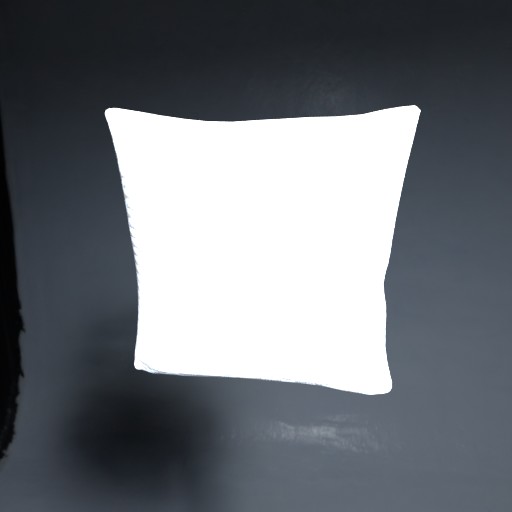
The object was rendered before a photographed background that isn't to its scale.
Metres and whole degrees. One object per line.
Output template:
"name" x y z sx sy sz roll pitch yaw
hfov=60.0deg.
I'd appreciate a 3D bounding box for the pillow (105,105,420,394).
"pillow" 0.000 0.000 0.771 0.496 0.491 0.219 2 16 9
